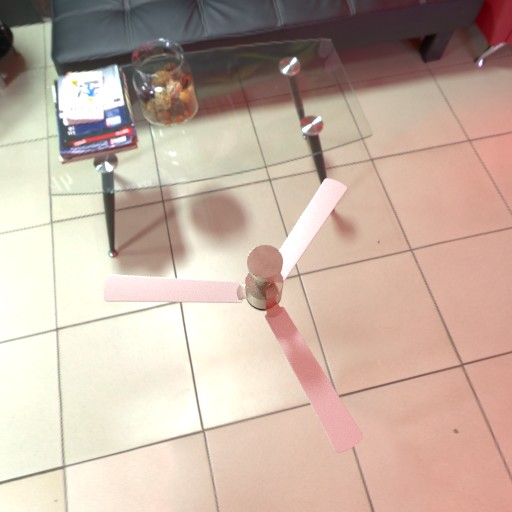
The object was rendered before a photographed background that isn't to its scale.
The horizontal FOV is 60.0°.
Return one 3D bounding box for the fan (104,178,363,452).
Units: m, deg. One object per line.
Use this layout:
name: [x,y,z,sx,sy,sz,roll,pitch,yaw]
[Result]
fan: [0.000,0.000,2.358,1.561,0.446,1.531,18,65,8]
